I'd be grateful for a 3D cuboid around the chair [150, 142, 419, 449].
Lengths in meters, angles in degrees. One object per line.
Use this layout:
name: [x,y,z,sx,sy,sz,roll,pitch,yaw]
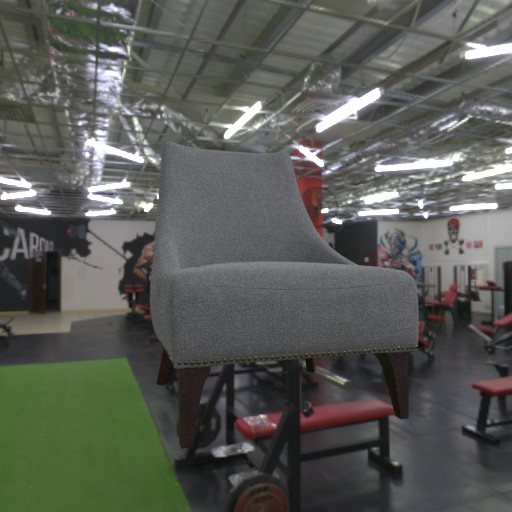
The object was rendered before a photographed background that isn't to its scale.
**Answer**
chair: [0.000,0.000,1.509,0.701,0.909,0.861,0,-1,-19]
